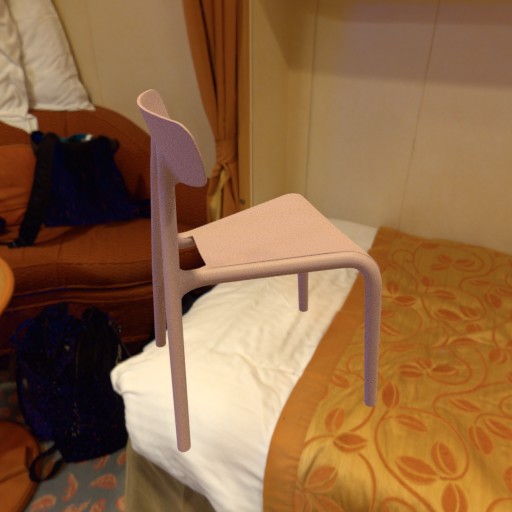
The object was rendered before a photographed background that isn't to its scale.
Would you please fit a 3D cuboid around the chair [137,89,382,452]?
[{"bbox_3d":[0.000,0.000,0.842,0.401,0.580,0.356,-10,31,-16],"label":"chair"}]
